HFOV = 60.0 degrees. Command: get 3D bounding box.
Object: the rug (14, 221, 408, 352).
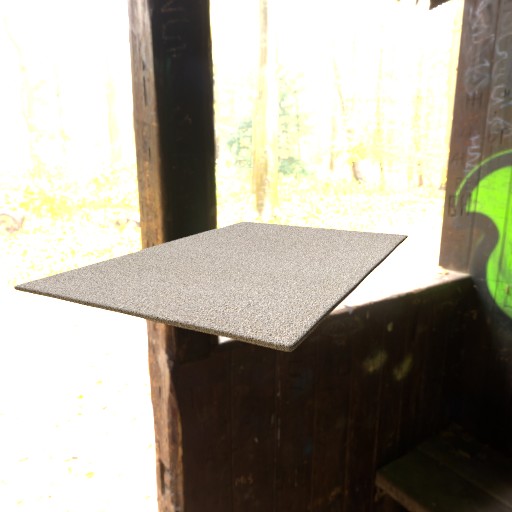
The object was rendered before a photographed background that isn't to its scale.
[{"bbox_3d":[0.000,0.000,3.366,1.778,0.030,2.743,7,15,27],"label":"rug"}]
